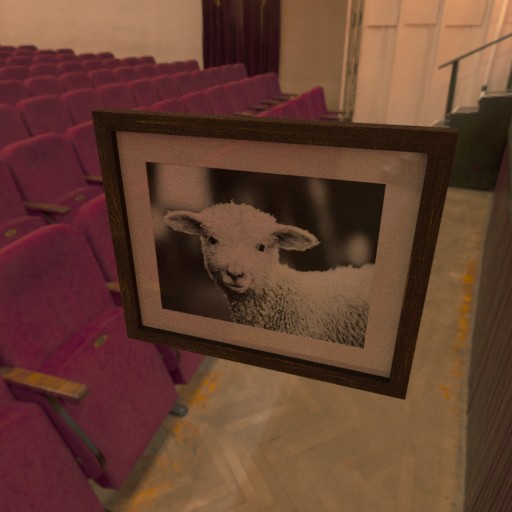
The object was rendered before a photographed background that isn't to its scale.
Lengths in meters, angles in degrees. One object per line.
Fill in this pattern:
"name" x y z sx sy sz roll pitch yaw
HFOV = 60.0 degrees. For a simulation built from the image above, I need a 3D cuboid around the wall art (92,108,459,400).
"wall art" 0.000 0.000 0.762 0.558 0.457 0.032 9 28 17
